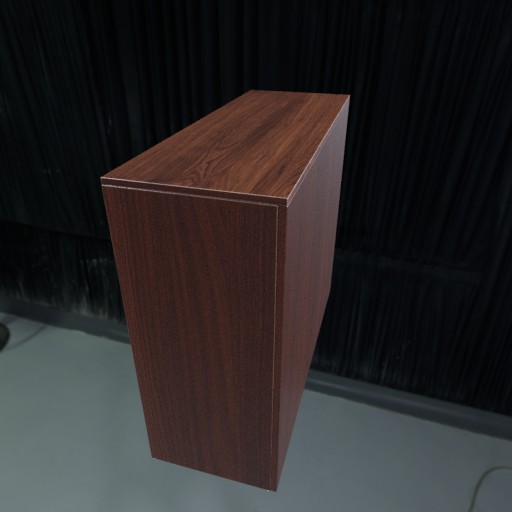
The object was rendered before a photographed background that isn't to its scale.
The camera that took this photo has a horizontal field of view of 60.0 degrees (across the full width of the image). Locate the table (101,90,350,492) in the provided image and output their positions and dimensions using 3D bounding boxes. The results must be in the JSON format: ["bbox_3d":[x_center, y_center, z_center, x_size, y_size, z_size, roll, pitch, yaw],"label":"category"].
[{"bbox_3d":[0.000,0.000,1.340,0.380,0.790,0.930,8,31,14],"label":"table"}]
